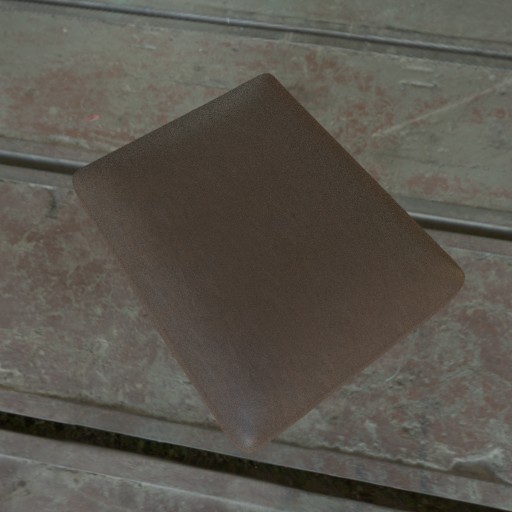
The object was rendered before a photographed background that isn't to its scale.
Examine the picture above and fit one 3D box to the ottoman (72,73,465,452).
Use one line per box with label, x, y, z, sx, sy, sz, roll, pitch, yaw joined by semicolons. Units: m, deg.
ottoman;0.000;0.000;1.178;0.635;0.508;0.787;-33;69;-14
